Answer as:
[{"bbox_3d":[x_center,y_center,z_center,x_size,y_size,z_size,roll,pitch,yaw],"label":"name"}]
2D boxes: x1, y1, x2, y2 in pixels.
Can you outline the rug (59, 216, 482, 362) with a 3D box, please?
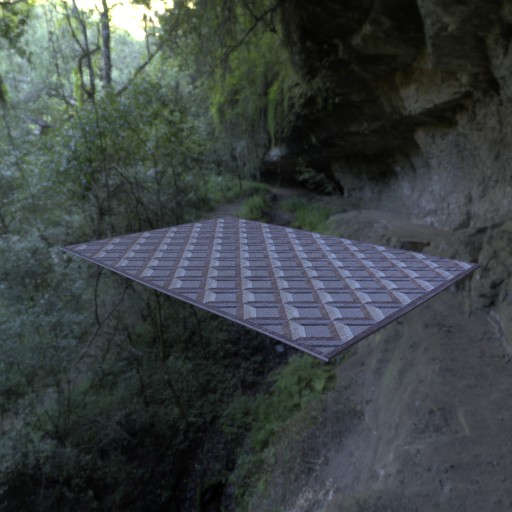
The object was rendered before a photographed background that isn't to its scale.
[{"bbox_3d":[0.000,0.000,2.868,2.260,0.013,1.600,15,22,42],"label":"rug"}]
